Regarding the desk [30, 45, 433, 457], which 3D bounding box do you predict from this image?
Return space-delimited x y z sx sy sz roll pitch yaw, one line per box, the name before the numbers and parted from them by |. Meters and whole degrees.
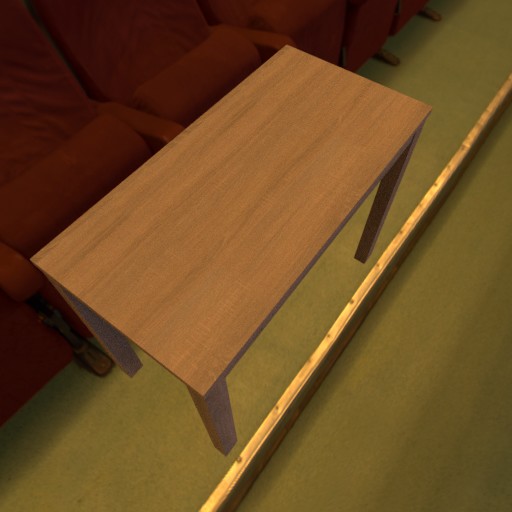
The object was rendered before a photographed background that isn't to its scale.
desk | 0.000 0.000 1.423 0.495 0.762 0.991 32 63 19
